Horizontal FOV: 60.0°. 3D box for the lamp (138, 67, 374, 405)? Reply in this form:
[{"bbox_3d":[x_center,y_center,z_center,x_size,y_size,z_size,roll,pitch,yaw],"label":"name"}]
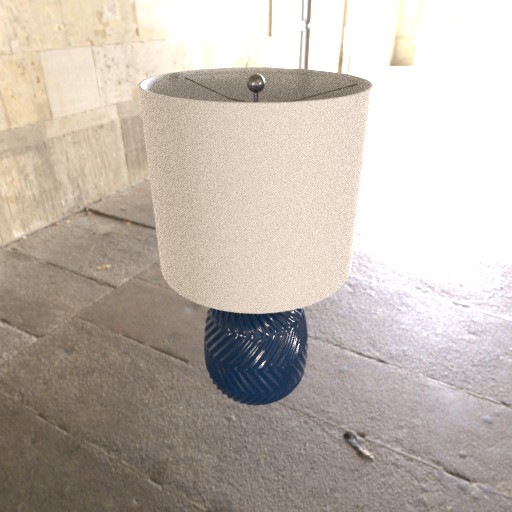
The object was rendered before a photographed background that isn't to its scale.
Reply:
[{"bbox_3d":[0.000,0.000,0.480,0.203,0.368,0.203,-8,31,-14],"label":"lamp"}]
